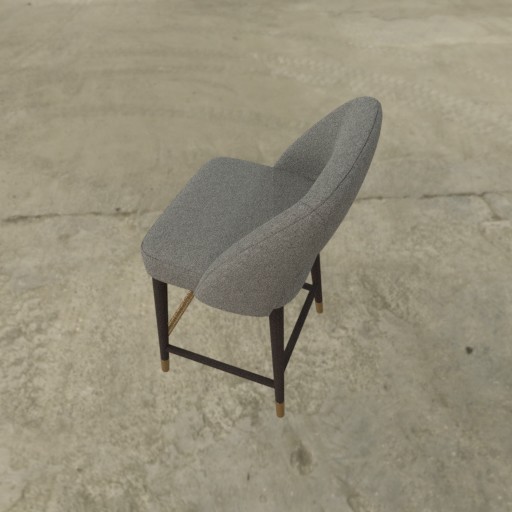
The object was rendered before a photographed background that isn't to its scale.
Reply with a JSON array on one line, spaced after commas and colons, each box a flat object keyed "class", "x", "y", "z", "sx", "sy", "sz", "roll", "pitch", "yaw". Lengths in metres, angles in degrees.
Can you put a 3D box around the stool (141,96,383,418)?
[{"class": "stool", "x": 0.000, "y": 0.000, "z": 1.279, "sx": 0.524, "sy": 0.925, "sz": 0.536, "roll": 17, "pitch": 49, "yaw": 15}]
